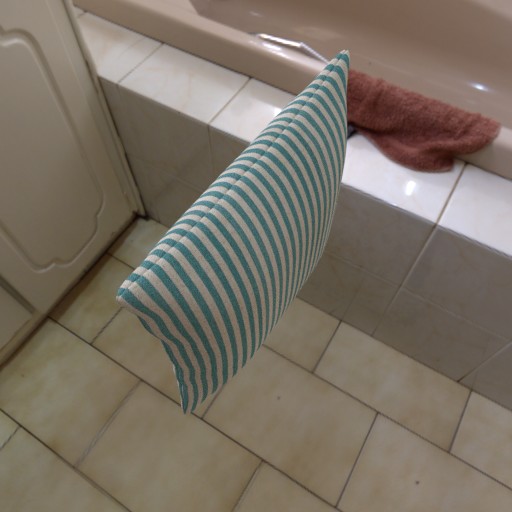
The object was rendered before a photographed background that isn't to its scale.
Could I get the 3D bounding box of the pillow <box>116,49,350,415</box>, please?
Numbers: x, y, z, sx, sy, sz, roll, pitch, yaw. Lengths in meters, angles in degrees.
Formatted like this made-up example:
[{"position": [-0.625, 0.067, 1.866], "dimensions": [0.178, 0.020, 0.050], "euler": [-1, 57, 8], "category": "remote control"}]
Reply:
[{"position": [0.000, 0.000, 0.788], "dimensions": [0.166, 0.510, 0.523], "euler": [30, 63, 17], "category": "pillow"}]
